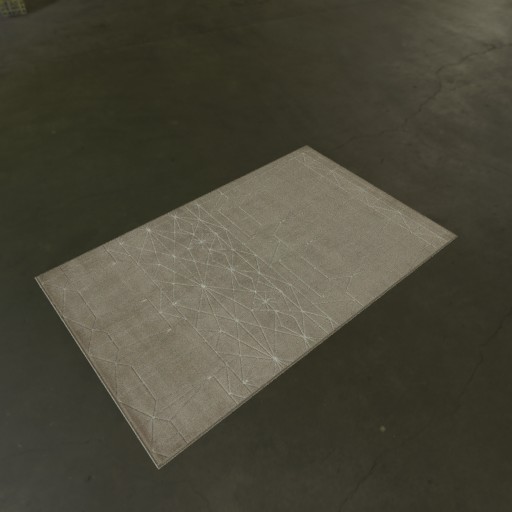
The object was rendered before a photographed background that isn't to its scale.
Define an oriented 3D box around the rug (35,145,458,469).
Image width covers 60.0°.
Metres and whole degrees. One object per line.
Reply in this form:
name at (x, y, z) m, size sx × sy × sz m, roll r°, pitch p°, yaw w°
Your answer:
rug at (0.000, 0.000, 2.991) m, size 2.438 × 0.012 × 1.524 m, roll -31°, pitch 54°, yaw -26°
